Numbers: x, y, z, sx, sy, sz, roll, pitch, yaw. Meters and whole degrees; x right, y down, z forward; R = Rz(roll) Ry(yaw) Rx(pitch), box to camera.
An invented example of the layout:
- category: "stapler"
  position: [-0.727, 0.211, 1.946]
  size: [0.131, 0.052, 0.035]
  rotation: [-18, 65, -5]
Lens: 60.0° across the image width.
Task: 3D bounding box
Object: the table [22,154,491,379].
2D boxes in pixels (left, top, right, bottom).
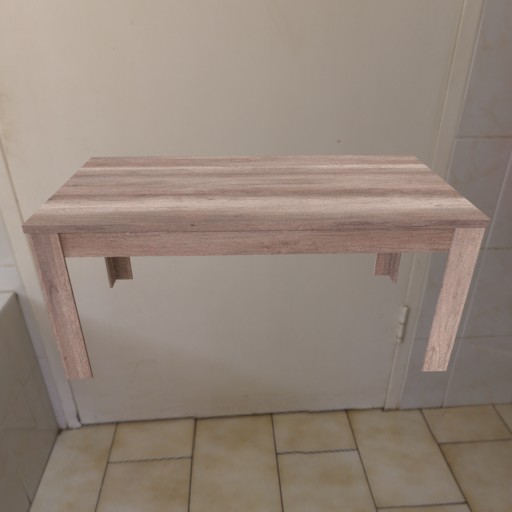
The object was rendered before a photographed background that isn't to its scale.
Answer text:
- category: "table"
  position: [0.000, 0.000, 2.283]
  size: [1.800, 0.790, 0.900]
  rotation: [-1, 29, -2]
